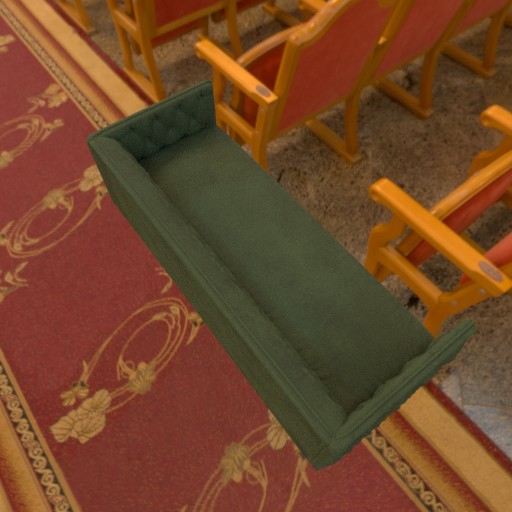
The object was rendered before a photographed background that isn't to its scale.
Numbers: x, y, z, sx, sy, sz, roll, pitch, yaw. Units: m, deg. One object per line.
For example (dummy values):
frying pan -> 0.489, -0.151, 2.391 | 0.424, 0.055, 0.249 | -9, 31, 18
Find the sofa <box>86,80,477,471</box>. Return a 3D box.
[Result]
sofa -> 0.000, 0.000, 2.596 | 0.895, 0.771, 2.209 | -33, 64, -18
